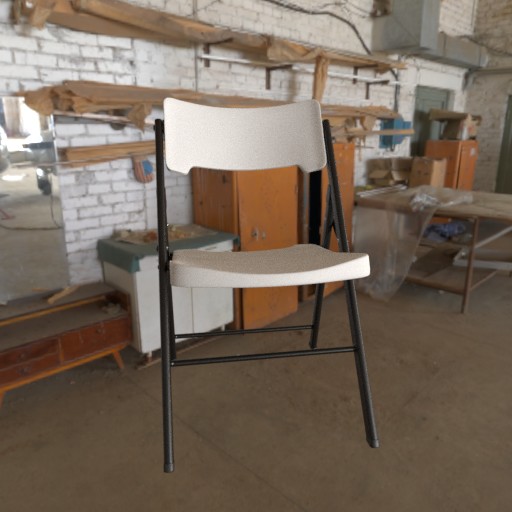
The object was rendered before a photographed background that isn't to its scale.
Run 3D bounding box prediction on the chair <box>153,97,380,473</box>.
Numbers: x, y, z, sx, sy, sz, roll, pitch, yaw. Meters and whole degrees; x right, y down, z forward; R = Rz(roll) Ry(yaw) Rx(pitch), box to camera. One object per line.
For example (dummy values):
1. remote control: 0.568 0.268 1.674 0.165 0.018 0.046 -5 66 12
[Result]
1. chair: 0.000 0.000 1.099 0.482 0.765 0.577 -3 16 -9
